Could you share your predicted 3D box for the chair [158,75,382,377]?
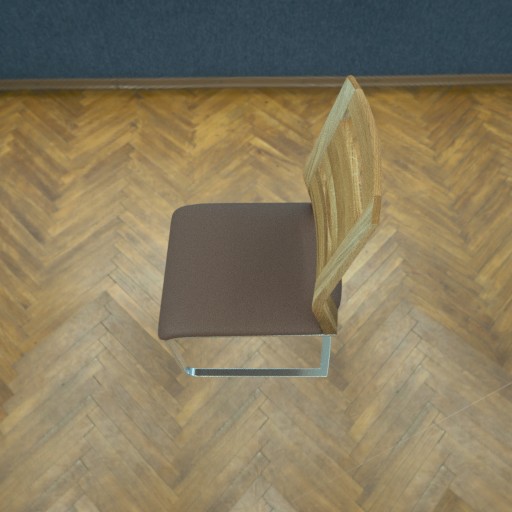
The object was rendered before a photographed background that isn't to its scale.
[{"bbox_3d":[0.000,0.000,1.312,0.570,0.970,0.460,0,59,0],"label":"chair"}]
